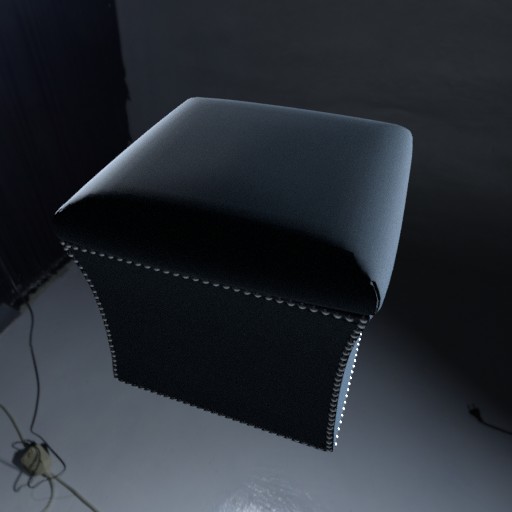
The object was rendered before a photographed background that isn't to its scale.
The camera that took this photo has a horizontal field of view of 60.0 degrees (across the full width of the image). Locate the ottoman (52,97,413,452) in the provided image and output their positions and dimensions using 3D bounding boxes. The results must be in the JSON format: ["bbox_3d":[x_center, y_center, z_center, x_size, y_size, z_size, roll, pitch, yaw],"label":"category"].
[{"bbox_3d":[0.000,0.000,0.893,0.507,0.475,0.497,13,43,15],"label":"ottoman"}]
